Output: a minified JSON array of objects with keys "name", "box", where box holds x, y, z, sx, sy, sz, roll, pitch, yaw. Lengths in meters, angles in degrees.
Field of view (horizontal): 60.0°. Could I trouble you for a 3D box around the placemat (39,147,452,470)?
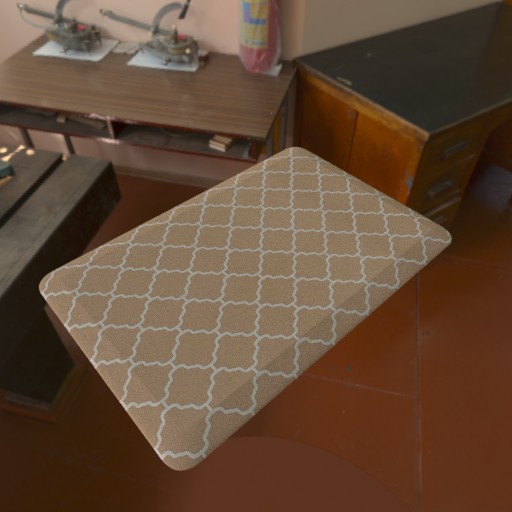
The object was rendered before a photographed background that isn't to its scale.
[{"name":"placemat","box":[0.000,0.000,0.940,0.762,0.021,0.508,-33,55,-28]}]
